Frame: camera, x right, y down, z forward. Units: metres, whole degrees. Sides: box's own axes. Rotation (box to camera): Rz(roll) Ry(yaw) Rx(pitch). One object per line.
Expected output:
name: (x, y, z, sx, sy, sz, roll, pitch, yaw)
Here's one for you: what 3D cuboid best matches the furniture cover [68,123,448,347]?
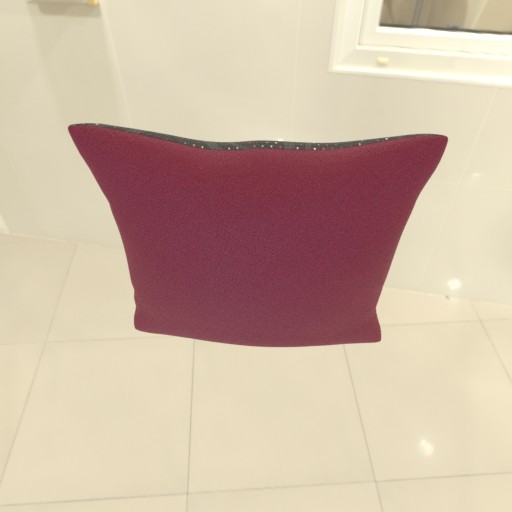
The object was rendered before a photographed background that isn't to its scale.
furniture cover: (0.000, 0.000, 0.812, 0.552, 0.509, 0.193, 2, 45, 2)
